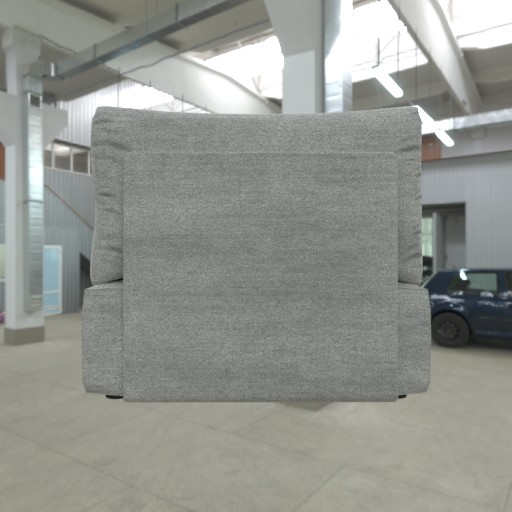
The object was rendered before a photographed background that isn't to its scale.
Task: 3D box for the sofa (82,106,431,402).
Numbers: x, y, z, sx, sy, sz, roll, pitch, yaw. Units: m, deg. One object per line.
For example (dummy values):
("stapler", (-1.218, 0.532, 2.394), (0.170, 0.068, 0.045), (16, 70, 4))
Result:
("sofa", (0.000, 0.000, 1.674), (0.930, 0.820, 1.000), (0, -1, 0))
